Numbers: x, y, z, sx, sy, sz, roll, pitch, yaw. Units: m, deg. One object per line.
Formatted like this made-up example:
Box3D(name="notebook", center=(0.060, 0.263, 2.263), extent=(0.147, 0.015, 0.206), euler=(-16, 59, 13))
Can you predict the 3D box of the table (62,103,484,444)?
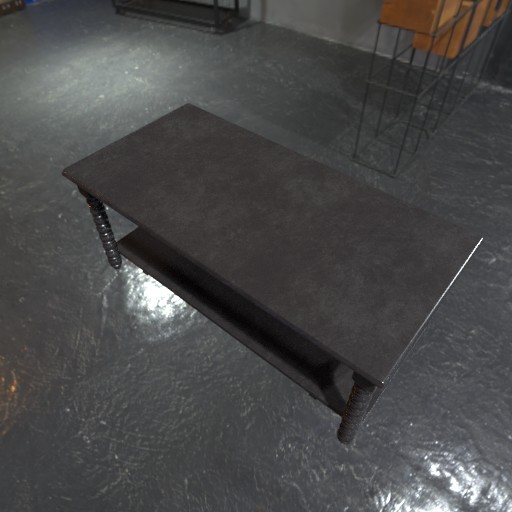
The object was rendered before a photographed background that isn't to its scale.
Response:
Box3D(name="table", center=(0.000, 0.000, 1.503), extent=(1.171, 0.487, 0.580), euler=(31, 55, 26))
